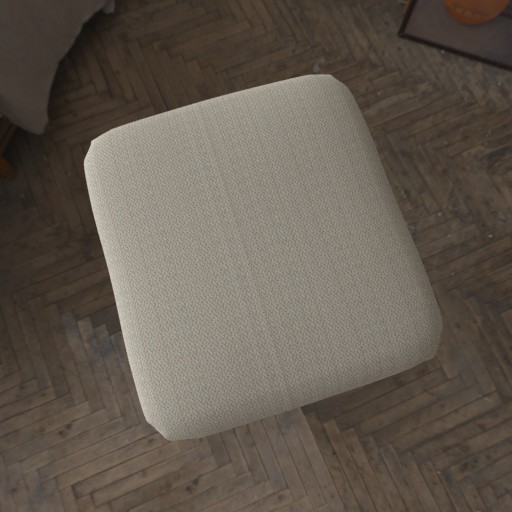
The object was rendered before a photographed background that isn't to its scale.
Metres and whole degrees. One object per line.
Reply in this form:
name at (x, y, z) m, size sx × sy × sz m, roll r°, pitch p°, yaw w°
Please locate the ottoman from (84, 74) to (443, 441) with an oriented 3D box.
ottoman at (0.000, 0.000, 1.057) m, size 0.622 × 0.447 × 0.684 m, roll -17°, pitch 77°, yaw -4°
